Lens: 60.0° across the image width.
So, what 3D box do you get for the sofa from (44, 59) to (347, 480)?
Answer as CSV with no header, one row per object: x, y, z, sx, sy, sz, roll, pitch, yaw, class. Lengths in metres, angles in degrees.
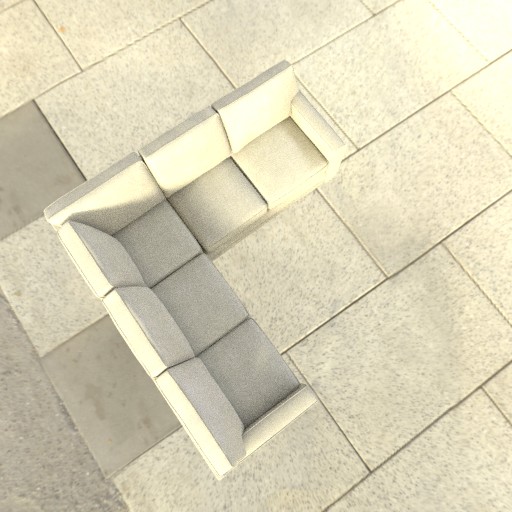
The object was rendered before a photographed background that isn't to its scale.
0.000,0.000,3.391,2.211,0.936,2.188,-36,78,-9,sofa
